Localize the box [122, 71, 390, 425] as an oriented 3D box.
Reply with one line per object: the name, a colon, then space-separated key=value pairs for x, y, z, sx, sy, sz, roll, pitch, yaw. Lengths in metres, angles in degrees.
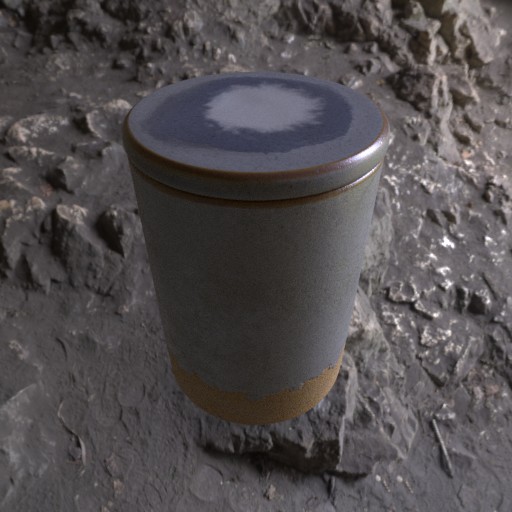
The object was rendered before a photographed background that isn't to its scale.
box: x=0.000 y=0.000 z=0.250 sx=0.118 sy=0.168 sz=0.118 roll=0 pitch=40 yaw=0
